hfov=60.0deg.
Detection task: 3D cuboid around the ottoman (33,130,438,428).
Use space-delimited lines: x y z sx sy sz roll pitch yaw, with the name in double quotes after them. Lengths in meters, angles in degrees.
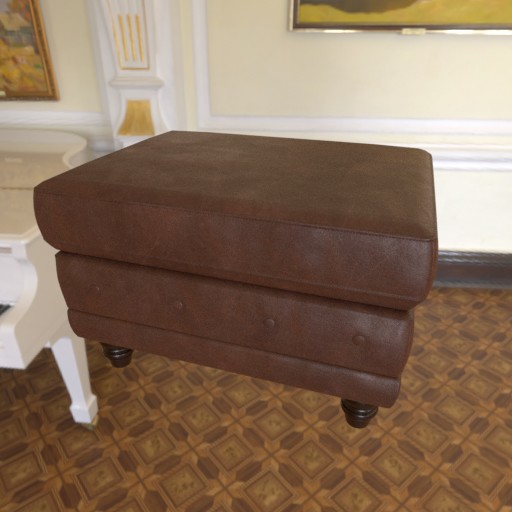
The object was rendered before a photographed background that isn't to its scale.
0.000 0.000 1.130 0.795 0.509 0.588 9 28 17 "ottoman"
